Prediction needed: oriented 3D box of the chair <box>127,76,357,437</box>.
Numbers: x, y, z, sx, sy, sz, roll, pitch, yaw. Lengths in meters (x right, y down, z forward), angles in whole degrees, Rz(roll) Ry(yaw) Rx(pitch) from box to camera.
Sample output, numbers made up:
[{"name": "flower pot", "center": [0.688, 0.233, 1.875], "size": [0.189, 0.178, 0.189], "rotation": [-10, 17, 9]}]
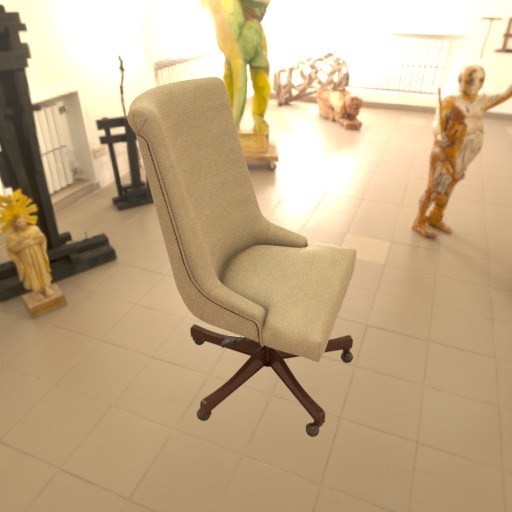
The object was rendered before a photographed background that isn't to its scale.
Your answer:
[{"name": "chair", "center": [0.000, 0.000, 1.459], "size": [0.696, 1.010, 0.645], "rotation": [12, 34, 18]}]
